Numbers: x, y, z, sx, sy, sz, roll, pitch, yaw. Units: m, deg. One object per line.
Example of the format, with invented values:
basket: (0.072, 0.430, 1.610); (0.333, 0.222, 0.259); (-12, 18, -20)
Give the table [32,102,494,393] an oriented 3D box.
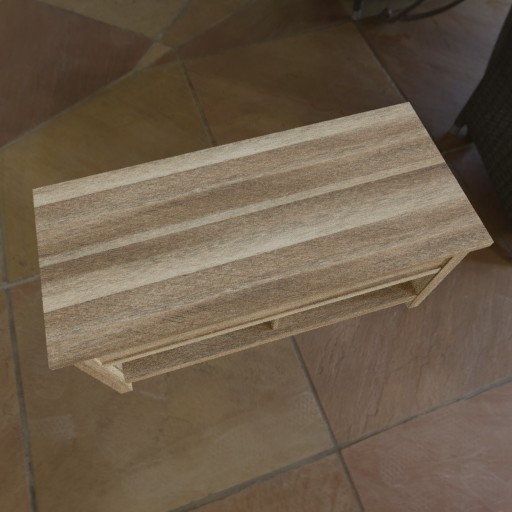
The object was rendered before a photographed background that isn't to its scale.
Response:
table: (0.000, 0.000, 1.358); (1.095, 0.480, 0.493); (-15, 65, -7)
